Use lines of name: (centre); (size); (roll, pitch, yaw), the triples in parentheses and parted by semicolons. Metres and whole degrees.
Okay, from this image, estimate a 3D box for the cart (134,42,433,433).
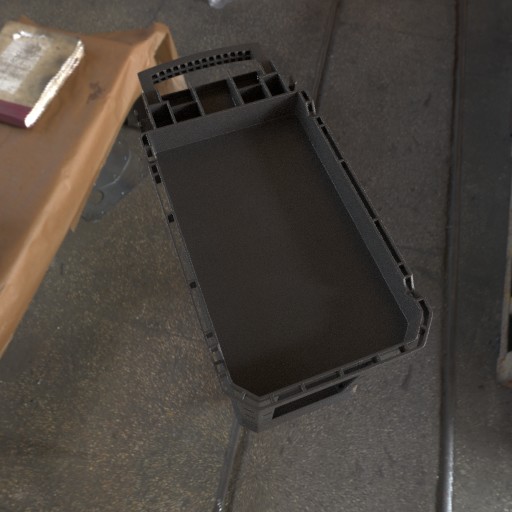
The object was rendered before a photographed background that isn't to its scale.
cart: (0.000, 0.000, 1.535); (0.497, 0.884, 1.061); (-18, 65, -9)
